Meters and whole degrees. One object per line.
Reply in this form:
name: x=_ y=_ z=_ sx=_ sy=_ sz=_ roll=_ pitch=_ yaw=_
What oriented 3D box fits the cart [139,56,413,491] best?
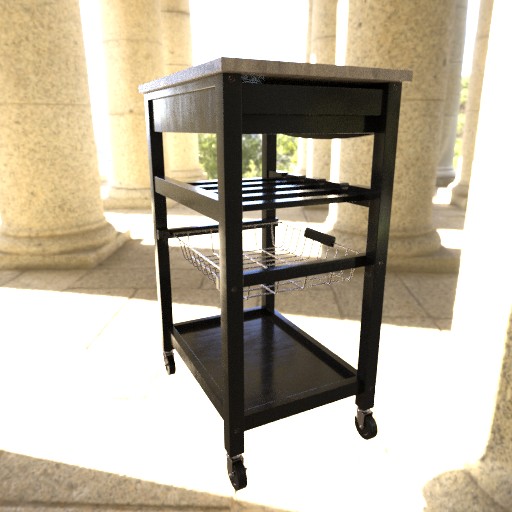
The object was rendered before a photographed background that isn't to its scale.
cart: x=0.000 y=0.000 z=1.127 sx=0.403 sy=0.839 sz=0.584 roll=-8 pitch=18 yaw=-26
